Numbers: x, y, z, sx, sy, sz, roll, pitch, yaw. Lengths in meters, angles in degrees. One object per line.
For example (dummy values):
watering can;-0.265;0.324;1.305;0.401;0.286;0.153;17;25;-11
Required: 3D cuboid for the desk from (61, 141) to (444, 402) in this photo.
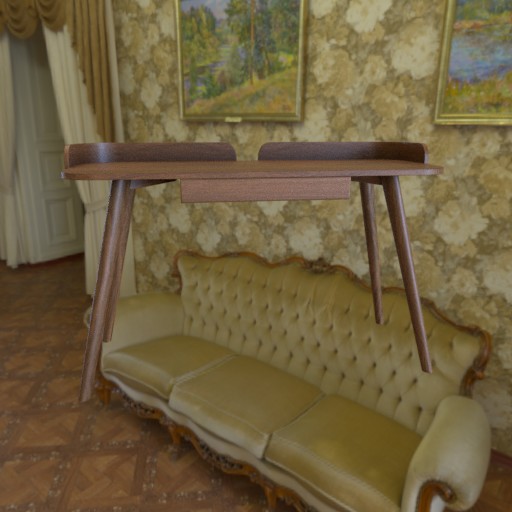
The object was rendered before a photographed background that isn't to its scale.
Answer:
desk;0.000;0.000;1.635;1.256;0.800;0.486;-2;16;-8
